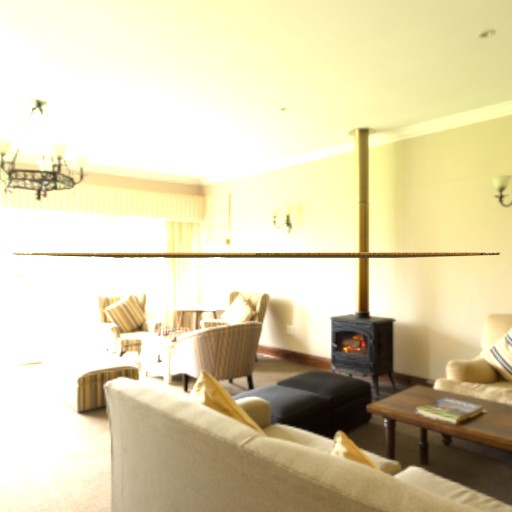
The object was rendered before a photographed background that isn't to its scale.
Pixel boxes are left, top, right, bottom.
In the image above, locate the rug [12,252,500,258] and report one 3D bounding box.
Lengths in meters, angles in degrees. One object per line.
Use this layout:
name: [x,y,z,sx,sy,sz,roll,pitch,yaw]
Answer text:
rug: [0.000,0.000,2.890,2.312,0.013,1.600,0,-1,0]
